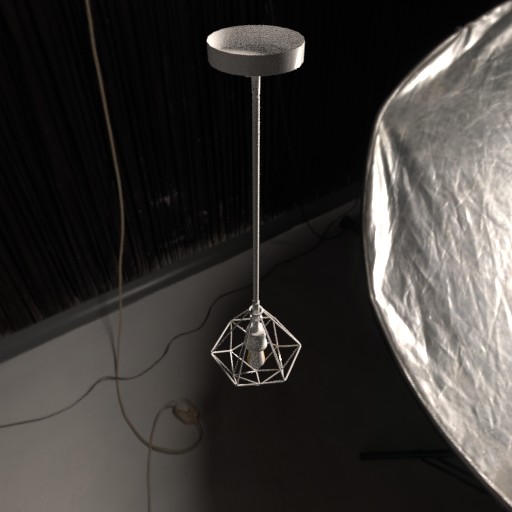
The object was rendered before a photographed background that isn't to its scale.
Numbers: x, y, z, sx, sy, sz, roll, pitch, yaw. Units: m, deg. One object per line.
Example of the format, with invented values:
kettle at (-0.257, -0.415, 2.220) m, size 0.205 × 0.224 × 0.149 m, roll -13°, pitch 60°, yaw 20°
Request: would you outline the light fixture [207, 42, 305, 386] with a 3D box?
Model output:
light fixture at (0.000, 0.000, 1.928) m, size 0.431 × 1.764 × 0.487 m, roll -26°, pitch 48°, yaw -26°
